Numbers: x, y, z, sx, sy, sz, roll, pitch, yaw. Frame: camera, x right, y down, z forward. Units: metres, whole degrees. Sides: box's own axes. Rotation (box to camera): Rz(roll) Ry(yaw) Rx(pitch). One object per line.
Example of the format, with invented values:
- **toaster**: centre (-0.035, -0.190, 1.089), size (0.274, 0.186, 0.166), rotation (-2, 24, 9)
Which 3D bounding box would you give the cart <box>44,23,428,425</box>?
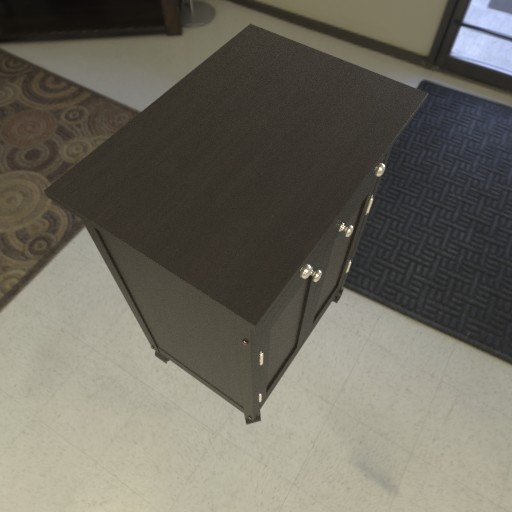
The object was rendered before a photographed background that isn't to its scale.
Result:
- **cart**: centre (0.000, 0.000, 1.230), size (0.456, 0.879, 0.660), rotation (30, 62, 18)
